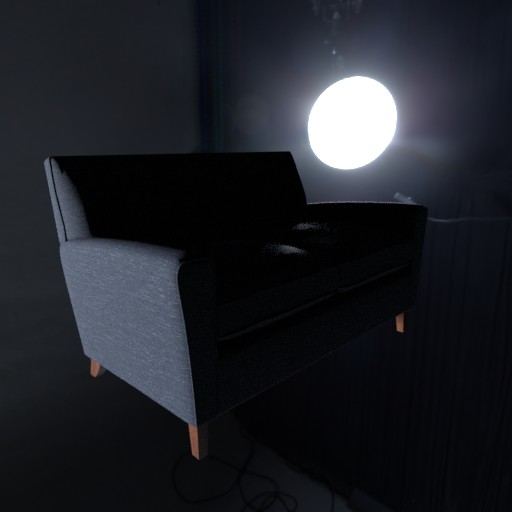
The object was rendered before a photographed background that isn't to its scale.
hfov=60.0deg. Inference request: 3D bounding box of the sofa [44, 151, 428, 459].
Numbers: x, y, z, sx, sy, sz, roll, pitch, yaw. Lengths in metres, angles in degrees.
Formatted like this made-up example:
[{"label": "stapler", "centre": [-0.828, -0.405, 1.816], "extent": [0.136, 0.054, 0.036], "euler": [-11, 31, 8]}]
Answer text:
[{"label": "sofa", "centre": [0.000, 0.000, 1.899], "extent": [0.875, 0.846, 1.420], "euler": [14, 20, 43]}]
